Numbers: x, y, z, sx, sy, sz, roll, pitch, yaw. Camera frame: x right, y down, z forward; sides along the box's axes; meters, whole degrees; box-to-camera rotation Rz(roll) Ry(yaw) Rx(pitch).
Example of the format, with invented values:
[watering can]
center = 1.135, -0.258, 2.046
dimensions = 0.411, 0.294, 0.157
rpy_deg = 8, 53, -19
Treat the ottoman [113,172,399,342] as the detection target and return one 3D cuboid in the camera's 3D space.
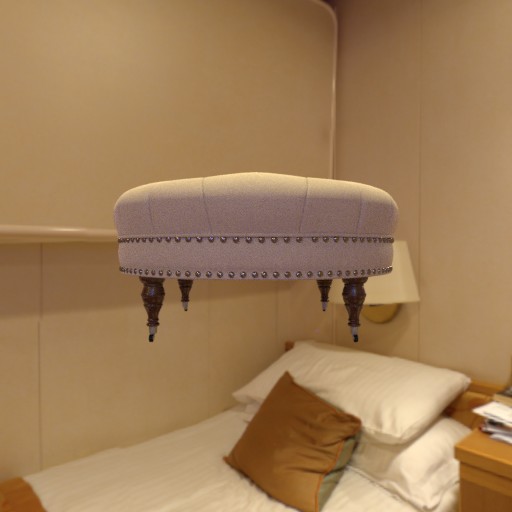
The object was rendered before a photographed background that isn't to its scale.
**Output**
[ottoman]
center = 0.000, 0.000, 1.437
dimensions = 0.901, 0.439, 0.901
rpy_deg = 0, 1, 0
